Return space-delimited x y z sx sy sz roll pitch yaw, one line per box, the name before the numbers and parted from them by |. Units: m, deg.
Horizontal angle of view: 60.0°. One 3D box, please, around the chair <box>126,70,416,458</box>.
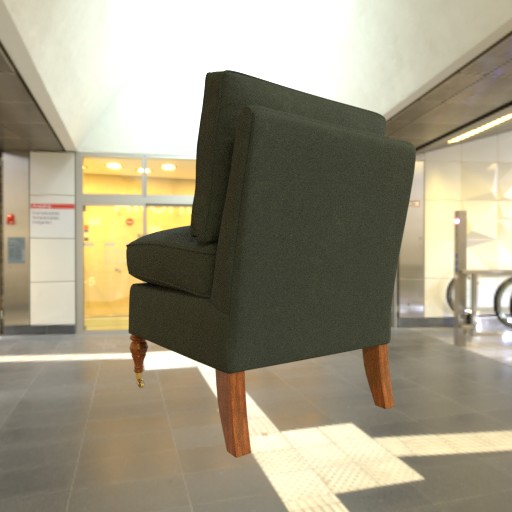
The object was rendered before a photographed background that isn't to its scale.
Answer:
chair | 0.000 0.000 1.651 0.724 1.052 0.912 0 1 -36
